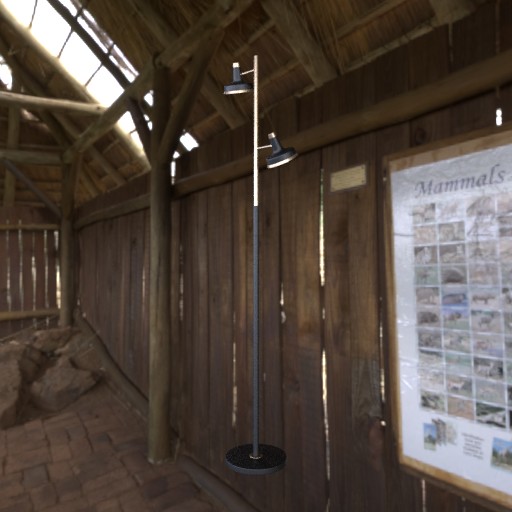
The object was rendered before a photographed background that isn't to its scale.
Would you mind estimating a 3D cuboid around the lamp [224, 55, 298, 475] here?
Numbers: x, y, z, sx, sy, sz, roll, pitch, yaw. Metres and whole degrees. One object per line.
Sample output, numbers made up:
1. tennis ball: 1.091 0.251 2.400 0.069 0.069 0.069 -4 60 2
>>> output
1. lamp: 0.000 0.000 1.833 0.351 1.674 0.253 -1 -2 36
